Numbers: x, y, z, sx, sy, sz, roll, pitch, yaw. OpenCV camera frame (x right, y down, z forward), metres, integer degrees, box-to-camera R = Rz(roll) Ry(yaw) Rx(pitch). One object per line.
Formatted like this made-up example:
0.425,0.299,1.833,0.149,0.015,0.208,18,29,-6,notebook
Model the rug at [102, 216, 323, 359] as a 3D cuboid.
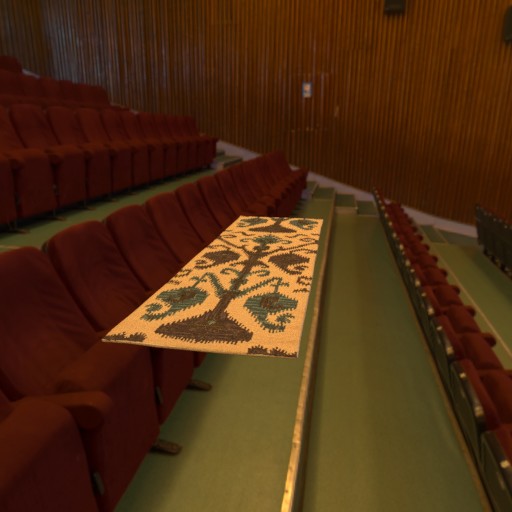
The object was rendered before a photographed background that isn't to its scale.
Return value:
0.000,0.000,2.573,0.692,0.017,2.301,3,16,10,rug
